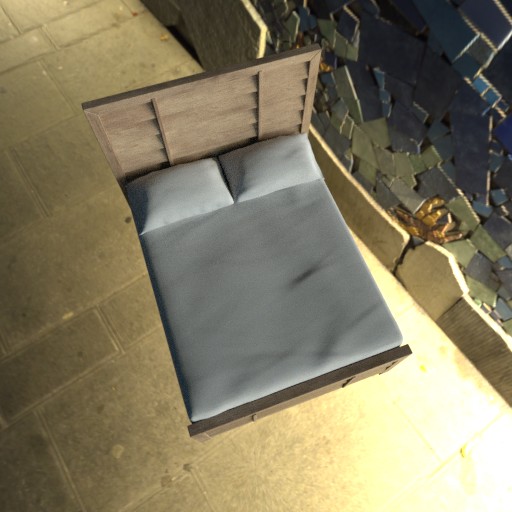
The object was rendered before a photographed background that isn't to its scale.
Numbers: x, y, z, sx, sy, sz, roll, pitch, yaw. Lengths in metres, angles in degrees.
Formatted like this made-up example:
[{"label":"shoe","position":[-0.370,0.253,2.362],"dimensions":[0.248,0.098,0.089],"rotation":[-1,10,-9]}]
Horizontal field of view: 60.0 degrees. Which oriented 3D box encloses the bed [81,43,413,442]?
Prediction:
[{"label":"bed","position":[0.000,0.000,3.224],"dimensions":[1.615,1.631,2.017],"rotation":[-18,66,-8]}]
